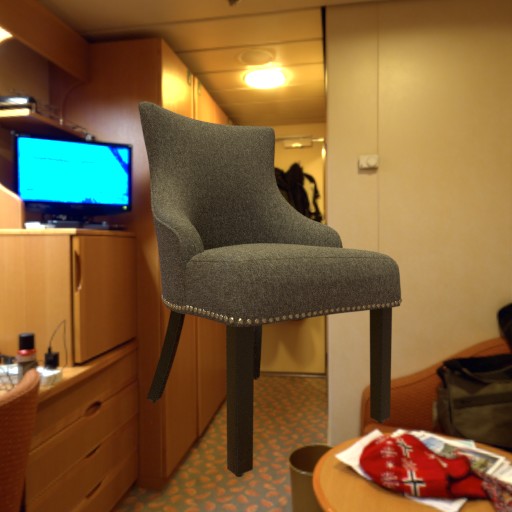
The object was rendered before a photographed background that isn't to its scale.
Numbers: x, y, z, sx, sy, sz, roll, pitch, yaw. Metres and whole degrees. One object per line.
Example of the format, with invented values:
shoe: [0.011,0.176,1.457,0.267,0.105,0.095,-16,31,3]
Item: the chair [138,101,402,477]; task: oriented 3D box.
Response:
chair: [0.000,0.000,1.273,0.566,0.909,0.629,-1,2,-37]
